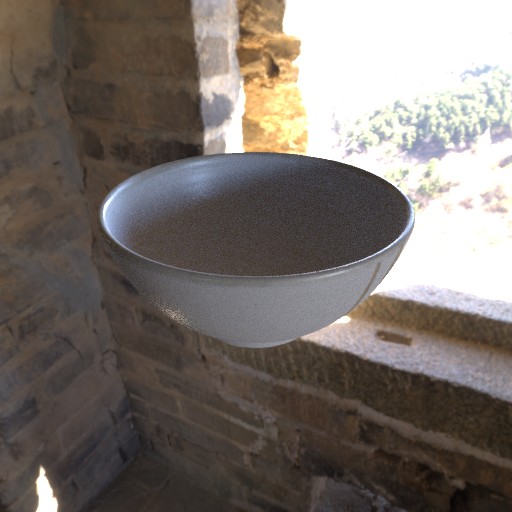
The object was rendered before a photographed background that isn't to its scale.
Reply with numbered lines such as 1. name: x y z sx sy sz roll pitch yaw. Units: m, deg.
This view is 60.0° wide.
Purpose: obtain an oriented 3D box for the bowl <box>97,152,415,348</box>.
1. bowl: 0.000 0.000 0.419 0.268 0.121 0.268 0 30 0
